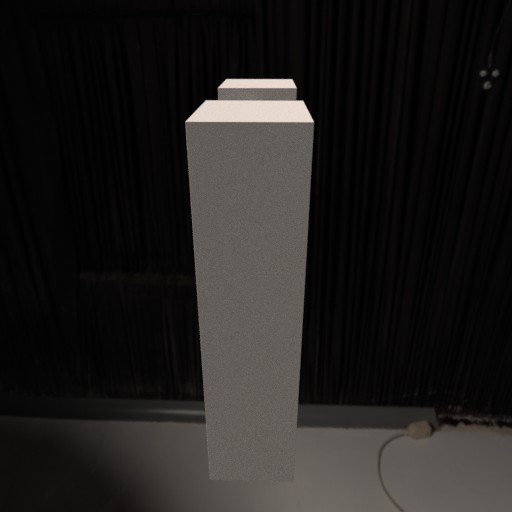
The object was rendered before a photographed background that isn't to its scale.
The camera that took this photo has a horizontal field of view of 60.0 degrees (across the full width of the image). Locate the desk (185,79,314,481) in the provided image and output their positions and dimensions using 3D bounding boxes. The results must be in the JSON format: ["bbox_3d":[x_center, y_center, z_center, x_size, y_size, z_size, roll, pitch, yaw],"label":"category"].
[{"bbox_3d":[0.000,0.000,2.890,0.480,2.000,1.770,1,27,1],"label":"desk"}]
